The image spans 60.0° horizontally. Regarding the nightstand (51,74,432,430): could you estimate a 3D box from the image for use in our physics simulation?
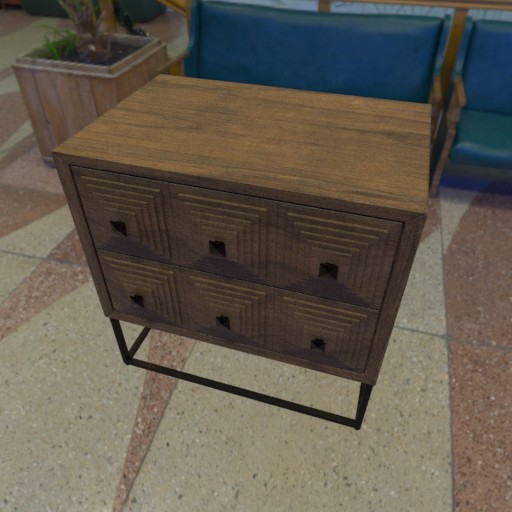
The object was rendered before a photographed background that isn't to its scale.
[{"bbox_3d":[0.000,0.000,1.008,0.610,0.610,0.437,12,42,13],"label":"nightstand"}]
